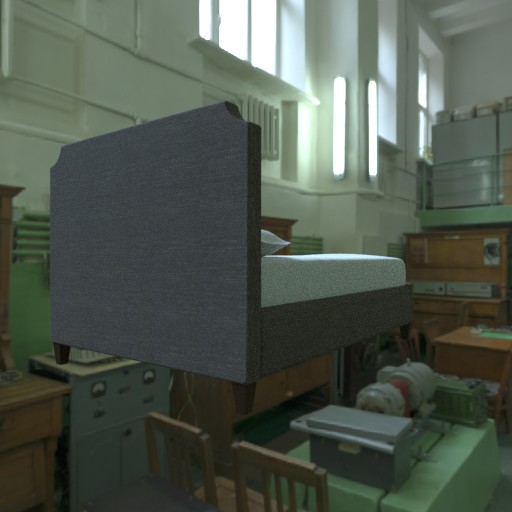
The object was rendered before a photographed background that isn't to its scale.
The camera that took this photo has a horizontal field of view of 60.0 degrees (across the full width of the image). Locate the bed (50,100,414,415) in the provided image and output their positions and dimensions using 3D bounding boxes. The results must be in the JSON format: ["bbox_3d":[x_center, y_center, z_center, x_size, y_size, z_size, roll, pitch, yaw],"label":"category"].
[{"bbox_3d":[0.000,0.000,3.436,1.713,1.457,2.381,0,0,37],"label":"bed"}]
